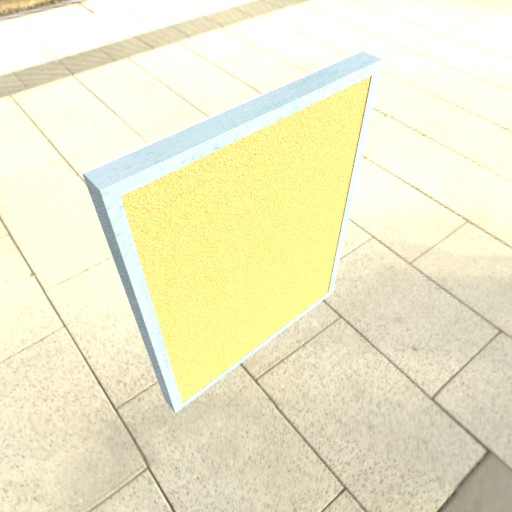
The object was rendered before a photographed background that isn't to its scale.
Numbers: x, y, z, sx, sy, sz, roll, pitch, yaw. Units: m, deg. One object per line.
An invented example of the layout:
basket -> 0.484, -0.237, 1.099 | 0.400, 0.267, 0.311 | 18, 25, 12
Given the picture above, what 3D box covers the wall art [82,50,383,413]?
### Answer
wall art -> 0.000, 0.000, 0.693 | 0.409, 0.509, 0.037 | -33, 56, -26
